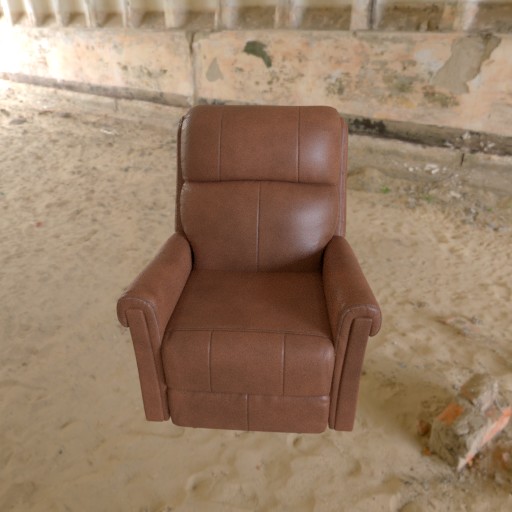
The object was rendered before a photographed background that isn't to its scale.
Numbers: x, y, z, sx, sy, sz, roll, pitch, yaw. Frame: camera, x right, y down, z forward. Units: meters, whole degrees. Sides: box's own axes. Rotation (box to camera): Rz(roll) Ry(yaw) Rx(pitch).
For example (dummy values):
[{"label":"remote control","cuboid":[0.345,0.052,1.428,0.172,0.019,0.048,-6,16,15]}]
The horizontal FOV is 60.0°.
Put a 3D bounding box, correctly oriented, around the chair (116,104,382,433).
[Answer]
[{"label":"chair","cuboid":[0.000,0.000,1.793,0.838,1.054,1.014,2,28,3]}]
